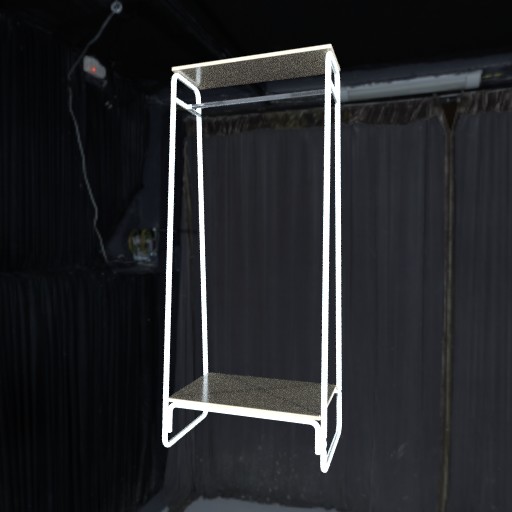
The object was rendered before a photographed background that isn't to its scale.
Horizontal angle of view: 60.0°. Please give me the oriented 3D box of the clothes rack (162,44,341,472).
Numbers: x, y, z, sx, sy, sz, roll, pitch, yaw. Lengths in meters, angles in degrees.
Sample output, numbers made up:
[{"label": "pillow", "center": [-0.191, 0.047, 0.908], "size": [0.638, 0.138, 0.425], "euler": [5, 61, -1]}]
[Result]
[{"label": "clothes rack", "center": [0.000, 0.000, 1.794], "size": [0.640, 1.512, 0.400], "euler": [0, 1, 19]}]
